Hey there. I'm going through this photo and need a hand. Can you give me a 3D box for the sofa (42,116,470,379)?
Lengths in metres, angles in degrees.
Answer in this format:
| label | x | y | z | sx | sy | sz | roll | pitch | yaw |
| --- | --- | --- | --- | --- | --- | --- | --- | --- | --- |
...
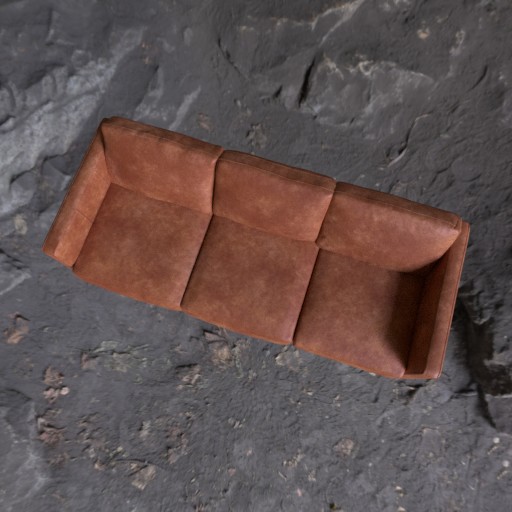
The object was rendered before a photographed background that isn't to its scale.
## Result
| label | x | y | z | sx | sy | sz | roll | pitch | yaw |
| --- | --- | --- | --- | --- | --- | --- | --- | --- | --- |
| sofa | 0.000 | 0.000 | 2.980 | 2.464 | 1.006 | 1.045 | 17 | 75 | 5 |
